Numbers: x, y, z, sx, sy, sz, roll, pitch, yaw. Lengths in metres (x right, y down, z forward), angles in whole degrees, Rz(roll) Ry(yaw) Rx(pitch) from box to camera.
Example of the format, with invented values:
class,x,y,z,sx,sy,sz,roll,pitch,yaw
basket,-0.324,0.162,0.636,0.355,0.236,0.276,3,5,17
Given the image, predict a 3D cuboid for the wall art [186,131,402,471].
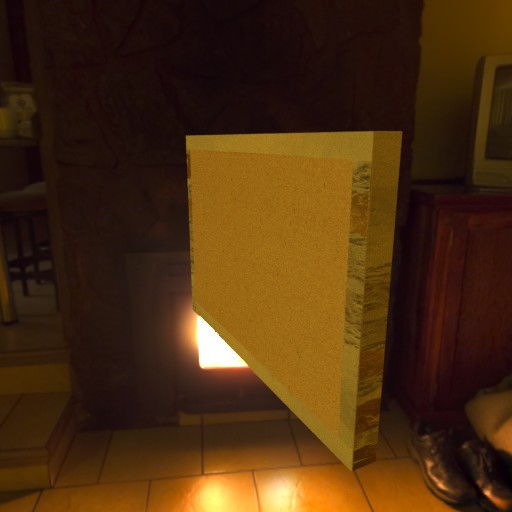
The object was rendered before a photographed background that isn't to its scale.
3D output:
class,x,y,z,sx,sy,sz,roll,pitch,yaw
wall art,0.000,0.000,0.769,0.041,0.407,0.606,-7,16,-26
